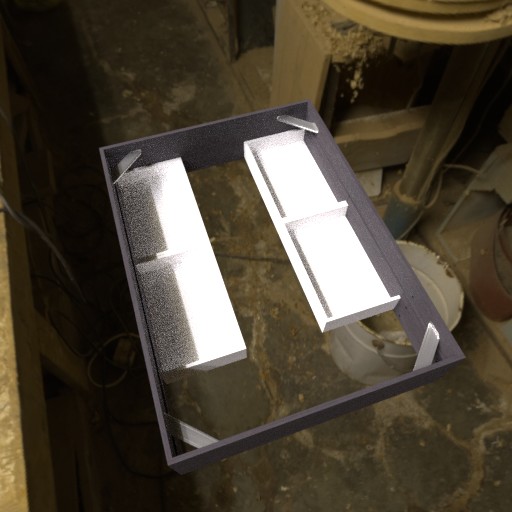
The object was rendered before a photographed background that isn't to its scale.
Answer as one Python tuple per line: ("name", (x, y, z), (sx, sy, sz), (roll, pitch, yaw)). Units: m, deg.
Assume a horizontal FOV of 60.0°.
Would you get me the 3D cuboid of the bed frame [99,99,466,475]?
("bed frame", (0.000, 0.000, 2.635), (1.448, 0.459, 1.944), (-16, 60, -10))
